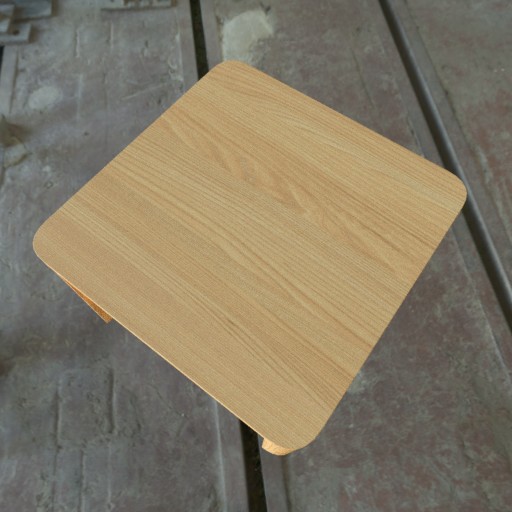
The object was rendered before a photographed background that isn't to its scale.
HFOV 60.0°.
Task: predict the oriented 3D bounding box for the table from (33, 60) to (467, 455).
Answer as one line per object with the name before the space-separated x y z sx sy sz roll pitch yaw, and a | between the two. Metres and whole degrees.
table | 0.000 0.000 1.225 0.750 0.450 0.750 34 69 15
